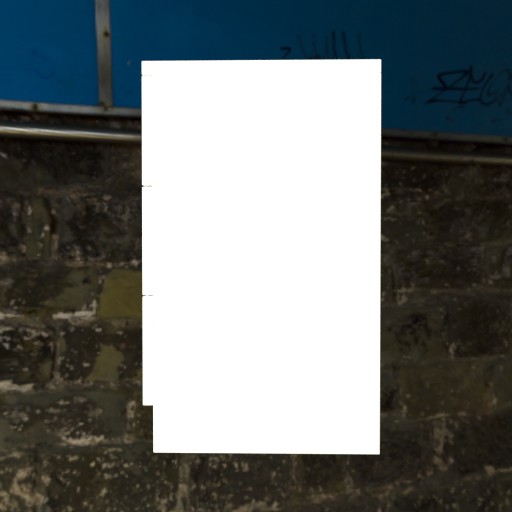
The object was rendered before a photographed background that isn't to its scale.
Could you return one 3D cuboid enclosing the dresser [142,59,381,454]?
[{"bbox_3d":[0.000,0.000,0.831,0.360,0.560,0.400,0,1,1],"label":"dresser"}]
